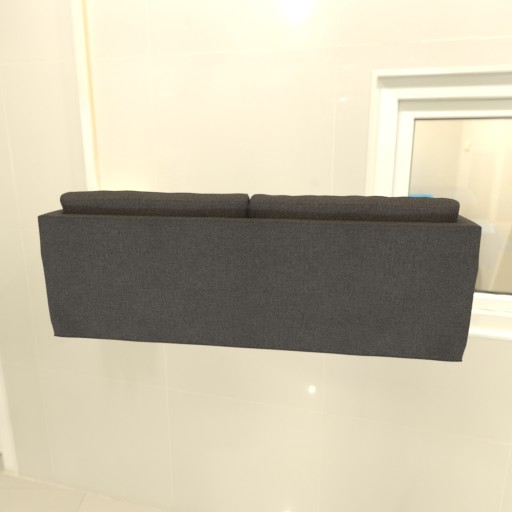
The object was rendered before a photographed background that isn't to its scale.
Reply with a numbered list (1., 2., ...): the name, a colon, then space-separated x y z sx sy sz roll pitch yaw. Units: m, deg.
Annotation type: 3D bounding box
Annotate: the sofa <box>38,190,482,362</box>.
1. sofa: 0.000 0.000 3.260 2.779 0.998 1.036 2 15 8
